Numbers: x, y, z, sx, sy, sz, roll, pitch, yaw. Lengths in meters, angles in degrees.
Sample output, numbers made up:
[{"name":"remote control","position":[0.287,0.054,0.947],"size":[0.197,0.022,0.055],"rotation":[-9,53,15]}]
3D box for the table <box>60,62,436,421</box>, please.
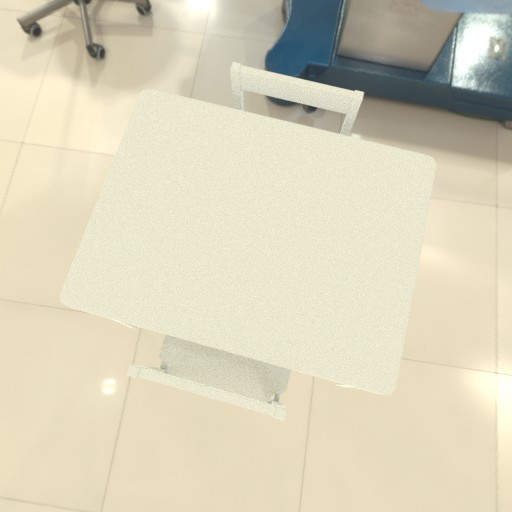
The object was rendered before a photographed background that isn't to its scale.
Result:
[{"name":"table","position":[0.000,0.000,1.088],"size":[0.650,0.503,0.672],"rotation":[15,75,4]}]
